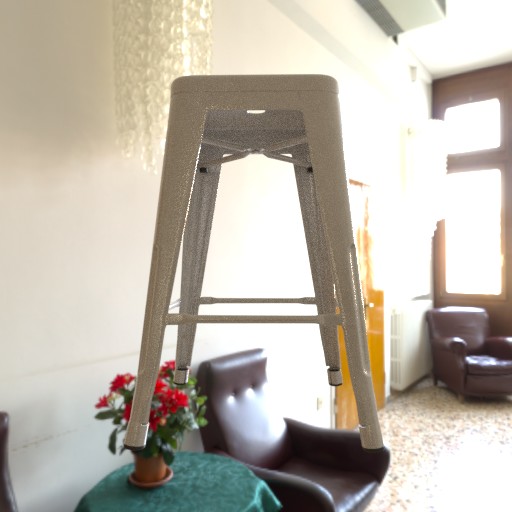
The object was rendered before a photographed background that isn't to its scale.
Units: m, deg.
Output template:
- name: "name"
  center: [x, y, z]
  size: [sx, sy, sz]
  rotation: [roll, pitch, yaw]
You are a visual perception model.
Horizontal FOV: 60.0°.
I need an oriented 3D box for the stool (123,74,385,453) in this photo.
- name: "stool"
  center: [0.000, 0.000, 0.883]
  size: [0.406, 0.610, 0.406]
  rotation: [0, -1, 1]
